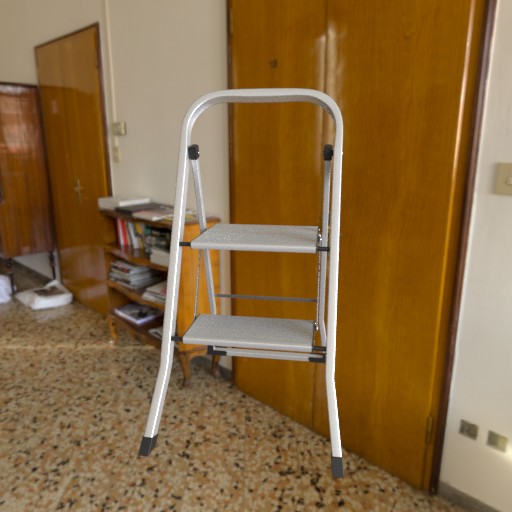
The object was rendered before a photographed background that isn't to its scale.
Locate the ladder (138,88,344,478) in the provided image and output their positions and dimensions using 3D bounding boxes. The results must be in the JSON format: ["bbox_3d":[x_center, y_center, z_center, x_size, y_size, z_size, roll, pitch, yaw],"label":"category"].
[{"bbox_3d":[0.000,0.000,1.133,0.465,0.830,0.530,2,14,9],"label":"ladder"}]
